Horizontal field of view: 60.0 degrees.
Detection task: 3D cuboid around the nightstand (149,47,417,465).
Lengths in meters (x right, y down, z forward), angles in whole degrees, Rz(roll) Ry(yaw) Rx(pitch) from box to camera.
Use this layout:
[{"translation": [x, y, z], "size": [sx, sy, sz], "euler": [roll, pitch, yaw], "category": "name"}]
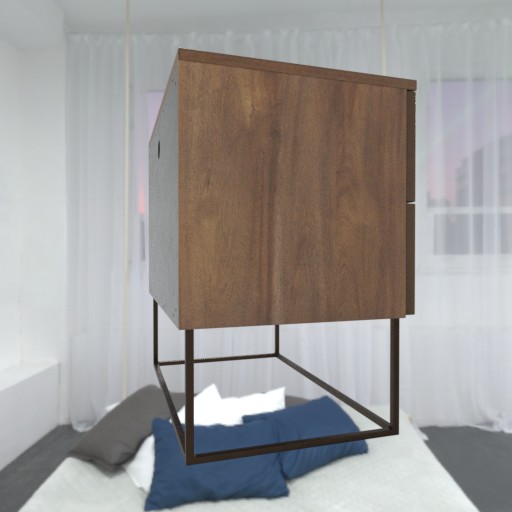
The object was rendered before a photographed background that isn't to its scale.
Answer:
[{"translation": [0.000, 0.000, 0.995], "size": [0.427, 0.611, 0.605], "euler": [0, 1, -18], "category": "nightstand"}]
